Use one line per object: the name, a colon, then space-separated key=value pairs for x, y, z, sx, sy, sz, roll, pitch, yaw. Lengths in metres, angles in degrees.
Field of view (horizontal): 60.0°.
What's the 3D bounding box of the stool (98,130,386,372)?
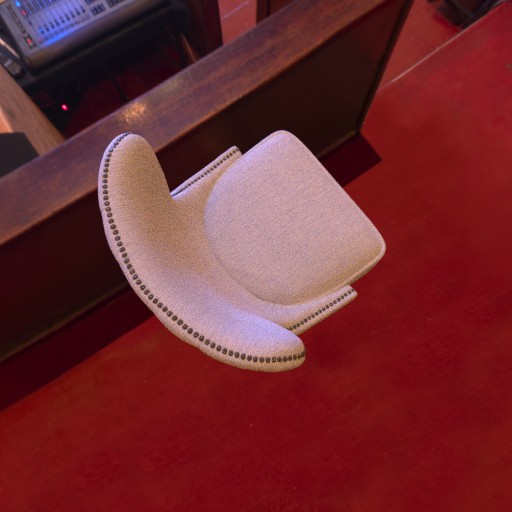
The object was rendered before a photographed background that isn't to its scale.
stool: x=0.000 y=0.000 z=1.344 sx=0.597 sy=0.972 sz=0.615 roll=-37 pitch=79 yaw=-8
